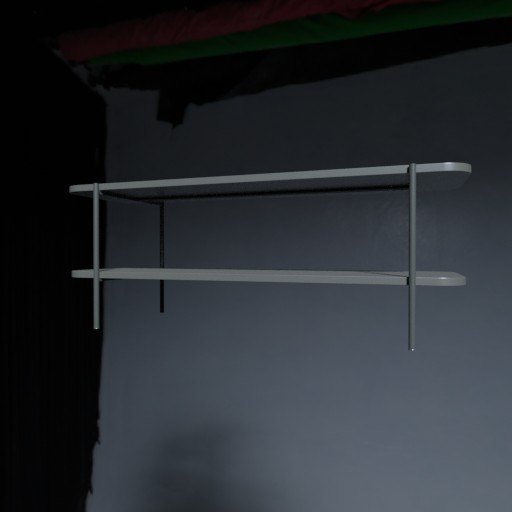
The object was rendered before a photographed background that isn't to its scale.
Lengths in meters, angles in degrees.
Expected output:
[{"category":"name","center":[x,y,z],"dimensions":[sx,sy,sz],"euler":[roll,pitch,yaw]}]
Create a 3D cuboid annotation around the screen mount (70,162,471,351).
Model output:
[{"category":"screen mount","center":[0.000,0.000,1.399],"dimensions":[1.200,0.447,0.400],"euler":[0,1,19]}]
